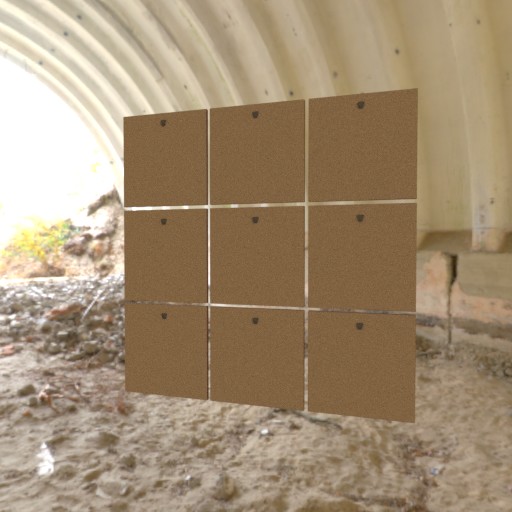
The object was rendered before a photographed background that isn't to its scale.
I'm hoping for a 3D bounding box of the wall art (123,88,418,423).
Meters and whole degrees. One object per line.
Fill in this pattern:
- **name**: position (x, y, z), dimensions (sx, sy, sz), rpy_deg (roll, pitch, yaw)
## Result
- **wall art**: position (0.000, 0.000, 1.793), dimensions (1.221, 1.218, 0.024), rpy_deg (0, 1, 17)
